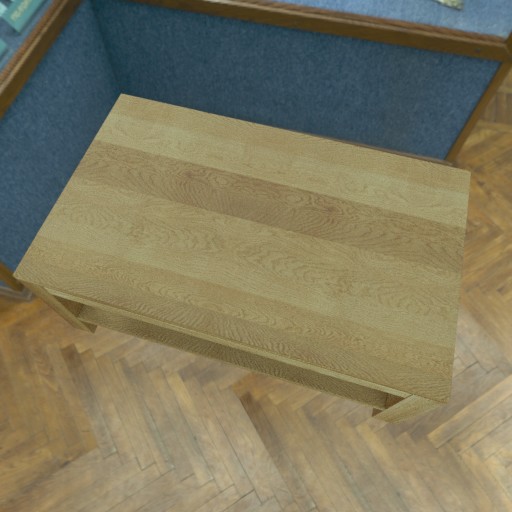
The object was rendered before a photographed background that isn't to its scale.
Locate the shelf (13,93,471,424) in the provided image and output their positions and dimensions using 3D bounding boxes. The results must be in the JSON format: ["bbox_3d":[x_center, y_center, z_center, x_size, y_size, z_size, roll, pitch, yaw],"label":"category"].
[{"bbox_3d":[0.000,0.000,1.461,1.150,0.450,0.700,15,64,7],"label":"shelf"}]
